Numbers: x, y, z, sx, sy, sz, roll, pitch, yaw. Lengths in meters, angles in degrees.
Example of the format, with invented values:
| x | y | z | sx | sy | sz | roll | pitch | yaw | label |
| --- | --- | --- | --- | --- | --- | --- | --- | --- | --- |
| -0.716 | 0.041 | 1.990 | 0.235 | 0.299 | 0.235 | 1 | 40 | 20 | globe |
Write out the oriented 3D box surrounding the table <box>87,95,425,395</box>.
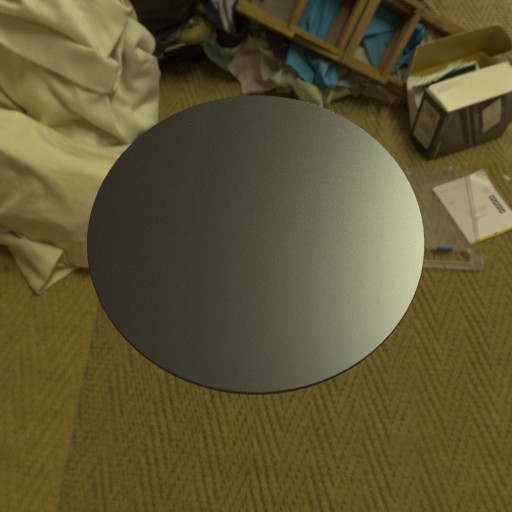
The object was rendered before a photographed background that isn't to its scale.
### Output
| x | y | z | sx | sy | sz | roll | pitch | yaw | label |
| --- | --- | --- | --- | --- | --- | --- | --- | --- | --- |
| 0.000 | 0.000 | 1.418 | 0.914 | 0.457 | 0.914 | 0 | 65 | 0 | table |
